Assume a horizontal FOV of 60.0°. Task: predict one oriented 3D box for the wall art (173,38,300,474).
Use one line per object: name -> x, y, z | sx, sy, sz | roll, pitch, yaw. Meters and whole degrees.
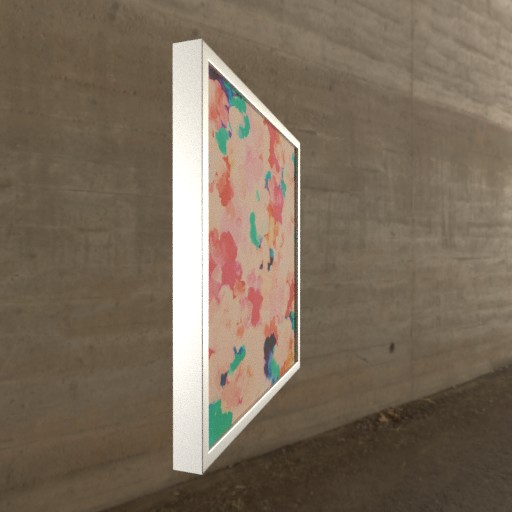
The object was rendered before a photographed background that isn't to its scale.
wall art -> 0.000, 0.000, 0.759 | 0.038, 0.505, 0.506 | 0, 0, 19
